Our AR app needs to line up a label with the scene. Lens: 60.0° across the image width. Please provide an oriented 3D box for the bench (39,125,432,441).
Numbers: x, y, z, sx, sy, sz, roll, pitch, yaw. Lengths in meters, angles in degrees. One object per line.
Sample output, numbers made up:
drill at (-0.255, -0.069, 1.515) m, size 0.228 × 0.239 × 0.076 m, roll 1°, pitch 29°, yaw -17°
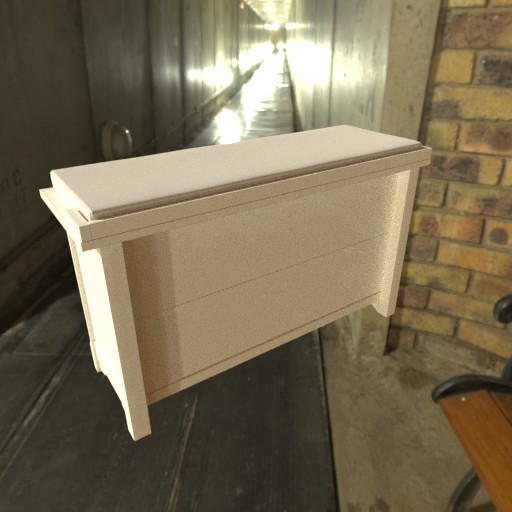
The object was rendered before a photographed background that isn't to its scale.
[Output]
bench at (0.000, 0.000, 1.268) m, size 0.987 × 0.589 × 0.346 m, roll -18°, pitch 32°, yaw -30°
